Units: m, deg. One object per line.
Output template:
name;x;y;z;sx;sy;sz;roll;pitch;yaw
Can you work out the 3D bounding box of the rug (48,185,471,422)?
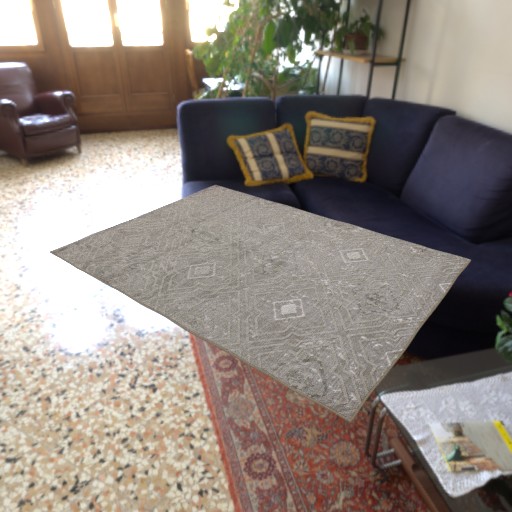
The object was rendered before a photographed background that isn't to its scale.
rug;0.000;0.000;4.338;3.359;0.020;2.448;21;36;33
